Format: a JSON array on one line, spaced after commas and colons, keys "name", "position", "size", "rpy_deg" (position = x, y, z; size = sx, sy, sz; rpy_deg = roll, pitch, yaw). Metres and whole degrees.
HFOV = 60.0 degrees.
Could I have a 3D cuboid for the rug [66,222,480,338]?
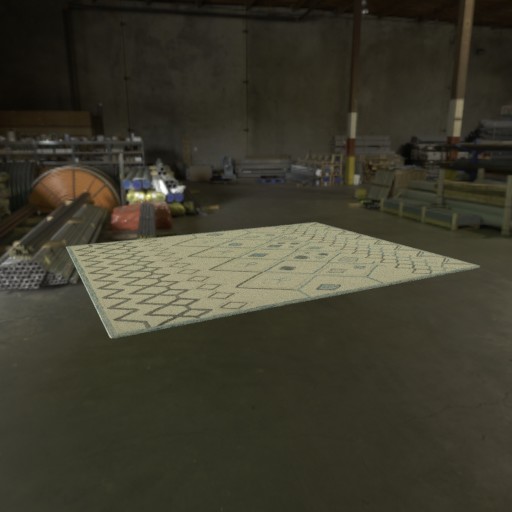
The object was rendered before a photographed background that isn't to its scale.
[{"name": "rug", "position": [0.000, 0.000, 4.126], "size": [3.056, 0.013, 2.441], "rpy_deg": [-7, 16, -27]}]
